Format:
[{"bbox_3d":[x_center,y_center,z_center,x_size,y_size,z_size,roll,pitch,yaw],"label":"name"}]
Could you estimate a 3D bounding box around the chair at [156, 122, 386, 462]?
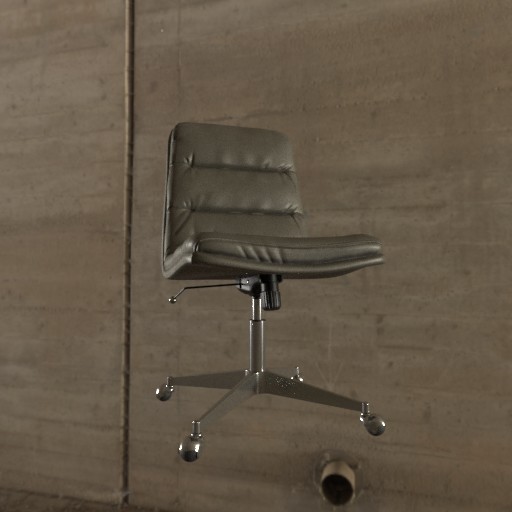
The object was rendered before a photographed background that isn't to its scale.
[{"bbox_3d":[0.000,0.000,1.040,0.422,0.738,0.485,1,-2,-19],"label":"chair"}]
